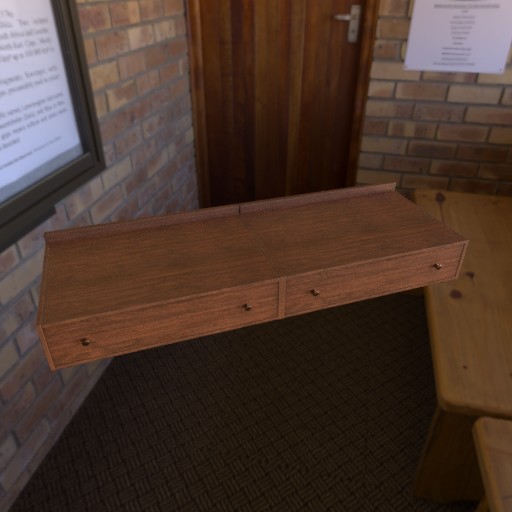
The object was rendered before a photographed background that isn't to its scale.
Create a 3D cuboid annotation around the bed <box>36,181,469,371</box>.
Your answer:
[{"bbox_3d":[0.000,0.000,2.352,2.057,0.326,0.787,-10,34,-16],"label":"bed"}]
